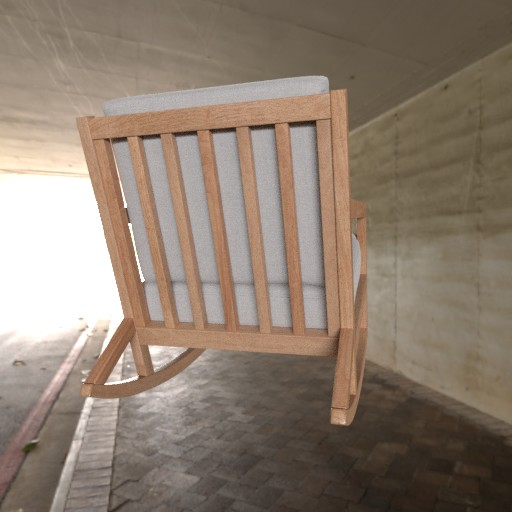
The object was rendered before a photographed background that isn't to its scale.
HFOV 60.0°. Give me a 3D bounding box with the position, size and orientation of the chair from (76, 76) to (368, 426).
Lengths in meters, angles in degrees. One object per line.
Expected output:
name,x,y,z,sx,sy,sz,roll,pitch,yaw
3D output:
chair,0.000,0.000,1.356,0.622,0.790,0.857,0,0,17
